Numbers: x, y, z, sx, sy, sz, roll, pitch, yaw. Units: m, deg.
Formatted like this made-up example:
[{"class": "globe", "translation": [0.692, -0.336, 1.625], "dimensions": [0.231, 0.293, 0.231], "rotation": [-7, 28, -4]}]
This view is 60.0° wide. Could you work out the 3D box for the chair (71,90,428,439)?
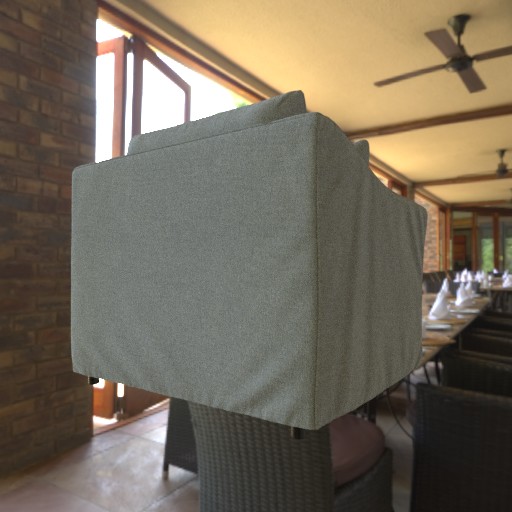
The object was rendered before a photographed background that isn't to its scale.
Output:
[{"class": "chair", "translation": [0.000, 0.000, 1.934], "dimensions": [1.194, 1.059, 1.071], "rotation": [-1, -2, 36]}]
